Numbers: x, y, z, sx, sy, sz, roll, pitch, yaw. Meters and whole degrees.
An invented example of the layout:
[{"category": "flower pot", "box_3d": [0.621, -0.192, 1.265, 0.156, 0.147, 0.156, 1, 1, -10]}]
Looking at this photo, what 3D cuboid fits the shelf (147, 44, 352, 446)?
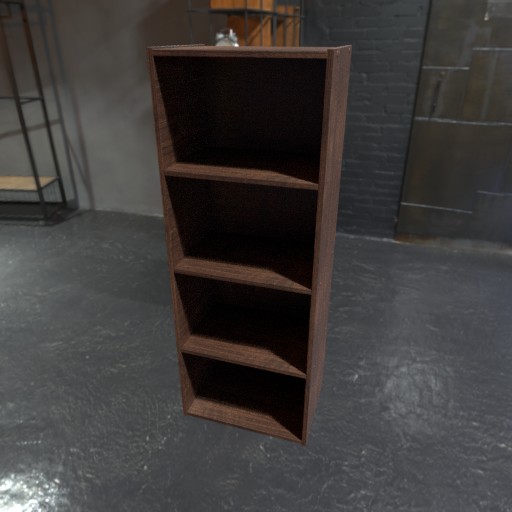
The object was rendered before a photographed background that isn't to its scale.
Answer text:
[{"category": "shelf", "box_3d": [0.000, 0.000, 1.284, 0.415, 1.099, 0.290, 8, 28, 16]}]
